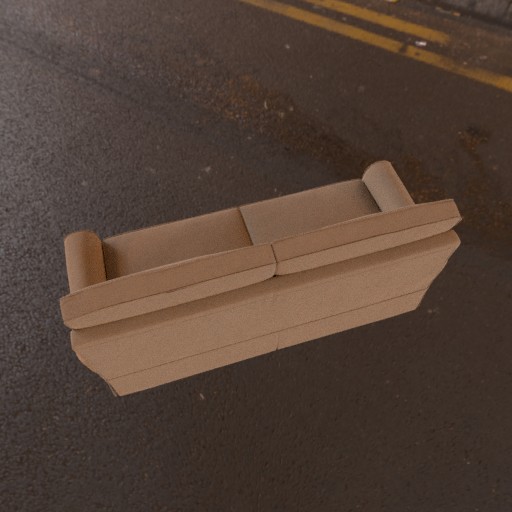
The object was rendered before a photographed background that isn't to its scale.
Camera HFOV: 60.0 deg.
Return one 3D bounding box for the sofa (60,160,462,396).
[{"bbox_3d":[0.000,0.000,2.762,2.246,1.014,0.900,-14,58,-9],"label":"sofa"}]
